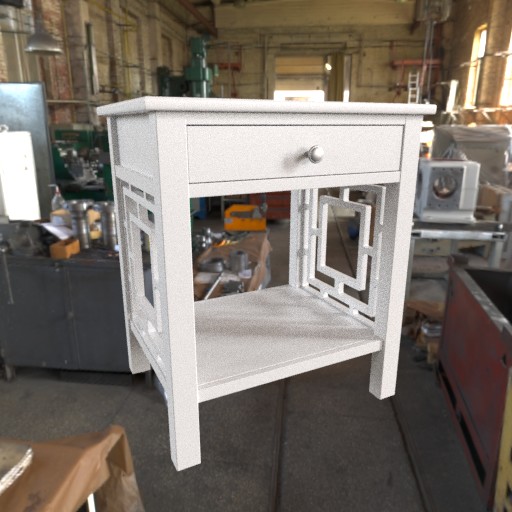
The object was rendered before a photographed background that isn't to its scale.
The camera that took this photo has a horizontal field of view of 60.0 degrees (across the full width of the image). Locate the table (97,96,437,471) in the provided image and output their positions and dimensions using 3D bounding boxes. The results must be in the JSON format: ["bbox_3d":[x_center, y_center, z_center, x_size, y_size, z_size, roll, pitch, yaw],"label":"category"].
[{"bbox_3d":[0.000,0.000,1.004,0.564,0.646,0.451,-8,18,-26],"label":"table"}]
